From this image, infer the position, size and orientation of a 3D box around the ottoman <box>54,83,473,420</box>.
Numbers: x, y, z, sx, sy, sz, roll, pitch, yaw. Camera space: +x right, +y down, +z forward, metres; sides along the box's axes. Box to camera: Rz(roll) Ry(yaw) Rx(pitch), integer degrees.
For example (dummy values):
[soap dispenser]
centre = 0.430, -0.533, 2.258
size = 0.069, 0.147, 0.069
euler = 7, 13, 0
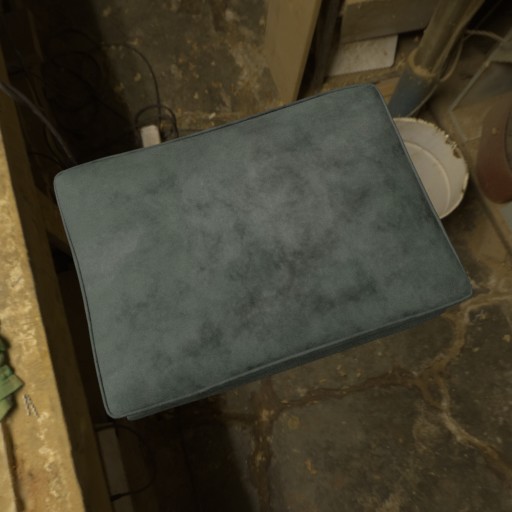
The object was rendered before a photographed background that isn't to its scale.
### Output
[ottoman]
centre = 0.000, 0.000, 1.222
size = 0.864, 0.495, 0.632
euler = -18, 75, -5
